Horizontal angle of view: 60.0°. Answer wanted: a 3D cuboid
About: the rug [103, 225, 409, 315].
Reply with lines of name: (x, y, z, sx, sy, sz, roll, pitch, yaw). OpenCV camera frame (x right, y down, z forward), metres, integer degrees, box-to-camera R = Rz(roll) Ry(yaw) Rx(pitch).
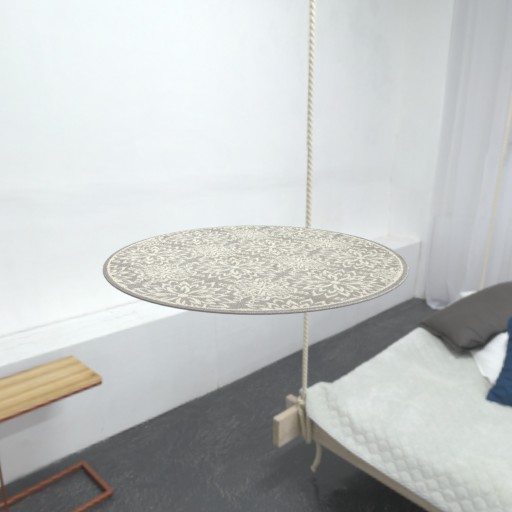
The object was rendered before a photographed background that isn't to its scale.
rug: (0.000, 0.000, 2.426, 1.593, 0.012, 1.593, 0, 16, 0)
